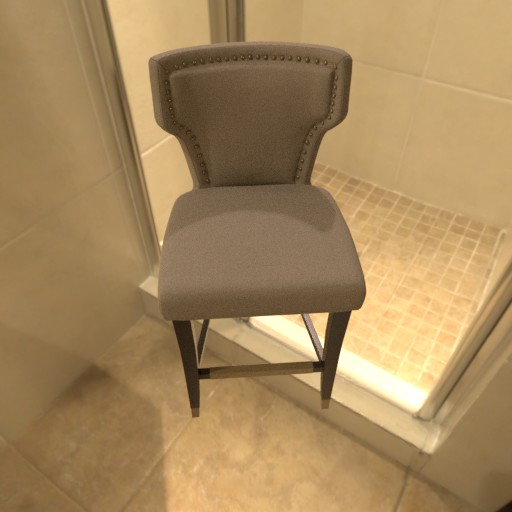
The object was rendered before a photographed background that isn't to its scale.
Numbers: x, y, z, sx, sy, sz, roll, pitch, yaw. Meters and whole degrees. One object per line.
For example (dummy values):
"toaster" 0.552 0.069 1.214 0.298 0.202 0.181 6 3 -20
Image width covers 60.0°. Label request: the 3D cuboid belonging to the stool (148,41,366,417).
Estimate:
"stool" 0.000 0.000 1.365 0.526 1.092 0.563 -3 46 -3
